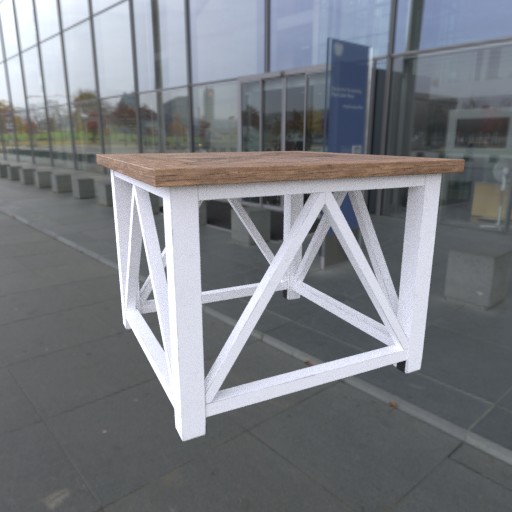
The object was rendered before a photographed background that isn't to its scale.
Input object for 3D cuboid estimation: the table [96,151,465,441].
[{"bbox_3d":[0.000,0.000,1.215,0.700,0.532,0.700,-7,17,-25],"label":"table"}]
